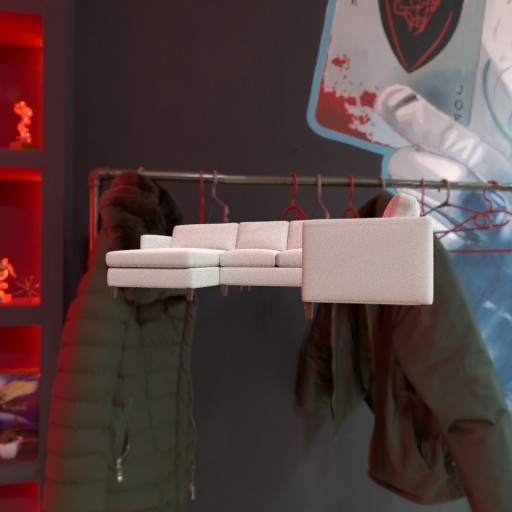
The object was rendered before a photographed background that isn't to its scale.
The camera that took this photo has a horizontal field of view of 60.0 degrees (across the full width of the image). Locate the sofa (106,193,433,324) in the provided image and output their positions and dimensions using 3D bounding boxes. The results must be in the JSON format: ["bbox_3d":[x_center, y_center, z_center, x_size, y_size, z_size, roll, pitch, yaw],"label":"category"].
[{"bbox_3d":[0.000,0.000,4.780,3.459,0.956,2.593,0,0,19],"label":"sofa"}]
